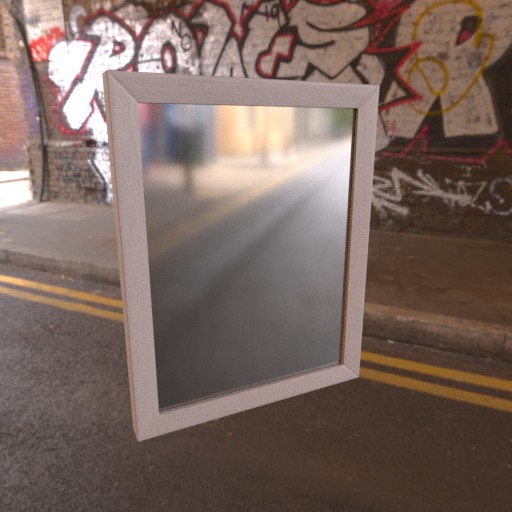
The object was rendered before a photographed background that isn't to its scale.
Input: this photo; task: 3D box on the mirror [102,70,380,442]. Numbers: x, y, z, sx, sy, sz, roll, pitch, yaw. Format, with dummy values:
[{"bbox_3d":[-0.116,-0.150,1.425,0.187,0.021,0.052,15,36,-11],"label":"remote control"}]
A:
[{"bbox_3d":[0.000,0.000,0.685,0.405,0.508,0.041,-8,17,-25],"label":"mirror"}]
